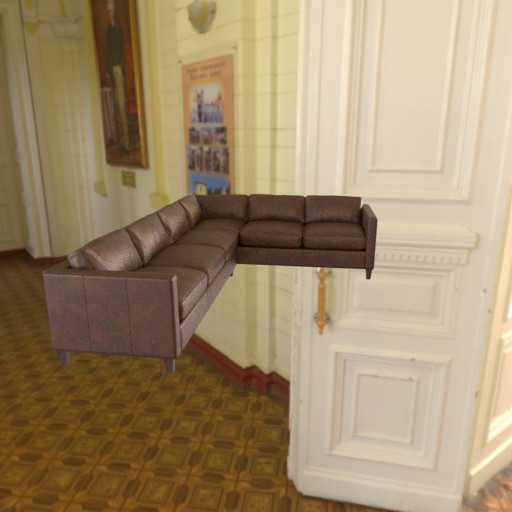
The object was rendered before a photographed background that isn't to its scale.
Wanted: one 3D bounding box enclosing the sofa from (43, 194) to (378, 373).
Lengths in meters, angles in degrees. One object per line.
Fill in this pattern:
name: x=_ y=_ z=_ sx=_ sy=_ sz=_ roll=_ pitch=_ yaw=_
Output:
sofa: x=0.000 y=0.000 z=4.338 sx=2.438 sy=0.836 sz=3.152 roll=2 pitch=16 yaw=8
